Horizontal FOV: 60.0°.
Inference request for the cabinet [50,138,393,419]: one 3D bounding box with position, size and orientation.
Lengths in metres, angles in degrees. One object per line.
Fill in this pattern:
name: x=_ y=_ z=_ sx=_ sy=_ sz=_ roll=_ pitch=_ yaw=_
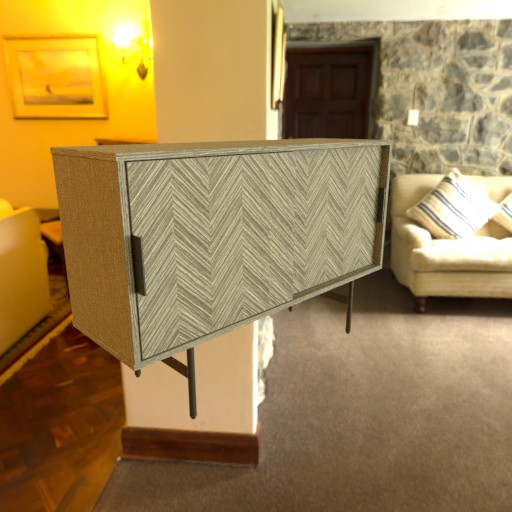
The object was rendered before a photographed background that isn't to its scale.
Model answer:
cabinet: x=0.000 y=0.000 z=1.594 sx=1.194 sy=0.787 sz=0.405 roll=-16 pitch=23 yaw=-42
